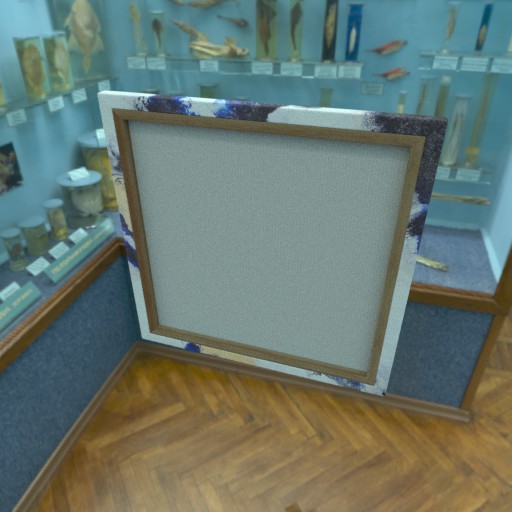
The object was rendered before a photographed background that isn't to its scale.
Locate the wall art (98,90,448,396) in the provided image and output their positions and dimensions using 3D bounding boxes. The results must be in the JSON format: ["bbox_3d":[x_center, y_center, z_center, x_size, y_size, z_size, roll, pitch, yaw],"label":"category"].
[{"bbox_3d":[0.000,0.000,1.326,0.887,0.885,0.038,10,34,15],"label":"wall art"}]
